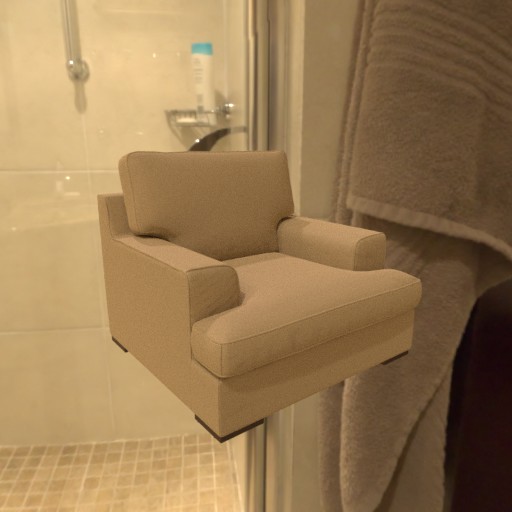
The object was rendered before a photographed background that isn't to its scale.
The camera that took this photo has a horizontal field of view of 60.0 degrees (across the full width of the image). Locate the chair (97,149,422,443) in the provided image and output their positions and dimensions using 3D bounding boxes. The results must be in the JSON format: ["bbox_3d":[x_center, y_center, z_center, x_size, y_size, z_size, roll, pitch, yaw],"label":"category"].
[{"bbox_3d":[0.000,0.000,2.185,1.274,1.005,1.293,14,20,43],"label":"chair"}]
